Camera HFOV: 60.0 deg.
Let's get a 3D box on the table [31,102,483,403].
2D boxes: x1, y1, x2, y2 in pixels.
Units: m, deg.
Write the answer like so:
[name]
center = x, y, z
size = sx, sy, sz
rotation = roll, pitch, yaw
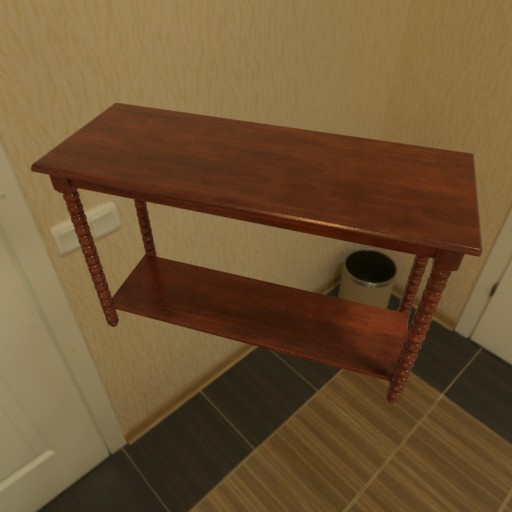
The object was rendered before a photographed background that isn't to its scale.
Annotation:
[table]
center = 0.000, 0.000, 1.502
size = 1.184, 0.740, 0.459
rotation = 12, 43, 13
